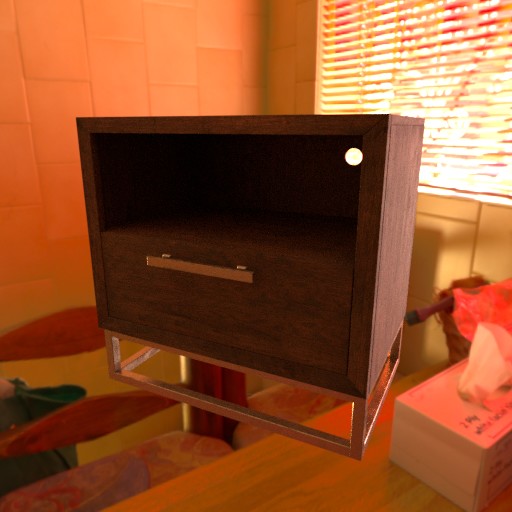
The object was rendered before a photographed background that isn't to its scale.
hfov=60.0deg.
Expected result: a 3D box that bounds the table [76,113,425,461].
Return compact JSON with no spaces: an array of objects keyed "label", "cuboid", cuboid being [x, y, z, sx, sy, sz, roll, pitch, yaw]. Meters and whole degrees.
[{"label":"table","cuboid":[0.000,0.000,1.251,0.767,0.746,0.542,8,18,26]}]
